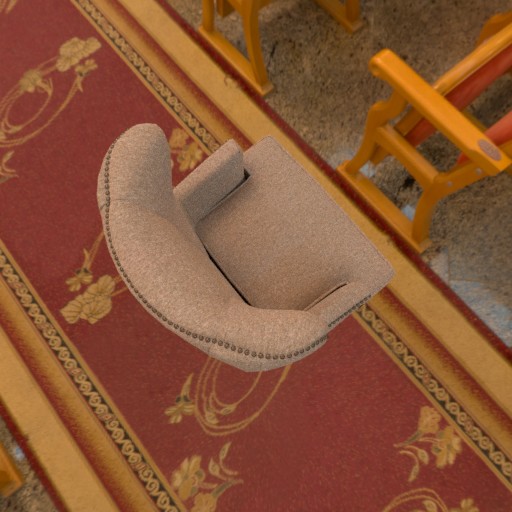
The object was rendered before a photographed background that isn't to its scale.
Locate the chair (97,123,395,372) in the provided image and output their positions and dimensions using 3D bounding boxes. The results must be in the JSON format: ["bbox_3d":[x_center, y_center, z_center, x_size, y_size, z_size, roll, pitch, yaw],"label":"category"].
[{"bbox_3d":[0.000,0.000,1.592,0.758,1.060,0.759,-38,77,-10],"label":"chair"}]
